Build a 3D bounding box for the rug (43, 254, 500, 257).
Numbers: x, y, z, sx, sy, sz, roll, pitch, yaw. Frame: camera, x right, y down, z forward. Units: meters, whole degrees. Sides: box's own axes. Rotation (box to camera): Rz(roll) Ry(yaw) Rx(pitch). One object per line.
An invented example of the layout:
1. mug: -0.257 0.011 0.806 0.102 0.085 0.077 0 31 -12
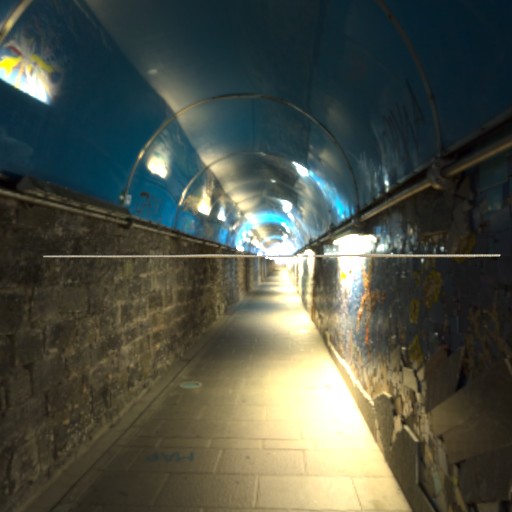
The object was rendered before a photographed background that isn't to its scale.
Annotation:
1. rug: 0.000 0.000 2.626 2.439 0.013 0.762 0 0 19
